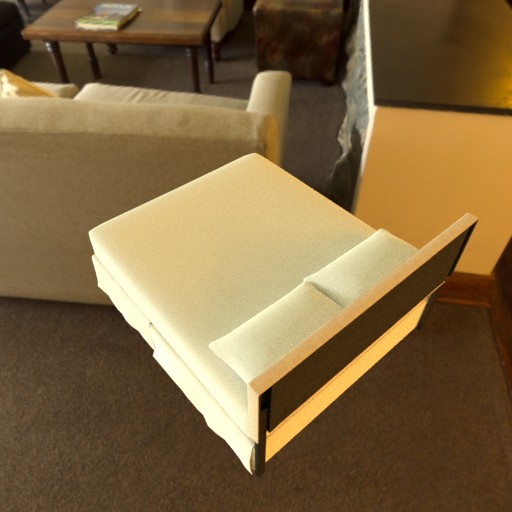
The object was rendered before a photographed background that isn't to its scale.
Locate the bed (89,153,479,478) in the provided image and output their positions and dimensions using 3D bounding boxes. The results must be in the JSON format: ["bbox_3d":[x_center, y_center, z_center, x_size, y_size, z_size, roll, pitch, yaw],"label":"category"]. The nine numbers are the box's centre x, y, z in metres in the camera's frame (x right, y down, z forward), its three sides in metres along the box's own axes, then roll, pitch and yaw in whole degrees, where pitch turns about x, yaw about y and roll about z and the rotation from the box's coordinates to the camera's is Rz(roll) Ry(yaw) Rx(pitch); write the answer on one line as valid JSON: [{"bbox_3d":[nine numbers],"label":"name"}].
[{"bbox_3d":[0.000,0.000,2.893,1.616,1.016,1.876,-32,54,-27],"label":"bed"}]
